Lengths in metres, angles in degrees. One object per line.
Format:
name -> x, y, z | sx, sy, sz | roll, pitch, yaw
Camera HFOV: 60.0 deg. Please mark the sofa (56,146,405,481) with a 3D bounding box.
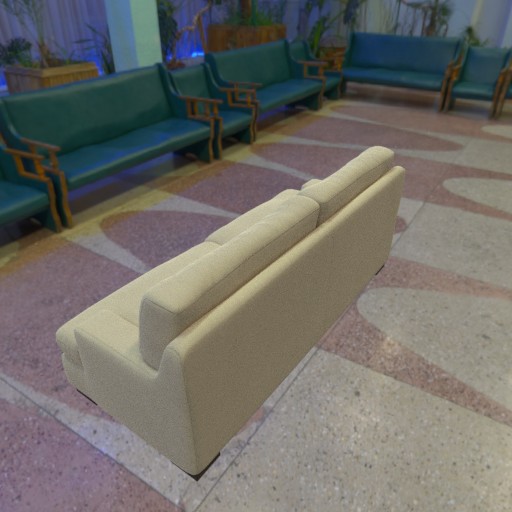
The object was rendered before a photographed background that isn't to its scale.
sofa -> 0.000, 0.000, 2.587 | 0.929, 0.925, 2.147 | 21, 38, 30
